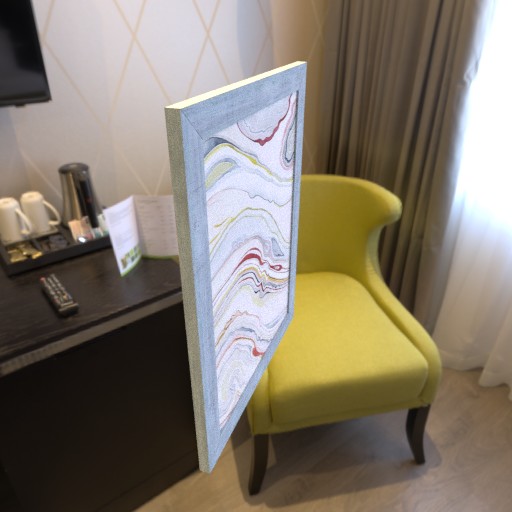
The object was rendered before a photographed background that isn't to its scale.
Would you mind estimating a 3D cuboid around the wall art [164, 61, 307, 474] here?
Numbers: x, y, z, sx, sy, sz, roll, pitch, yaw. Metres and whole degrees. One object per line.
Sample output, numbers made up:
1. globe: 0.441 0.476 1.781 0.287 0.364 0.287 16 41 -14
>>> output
1. wall art: 0.000 0.000 0.816 0.020 0.613 0.481 11 31 19
